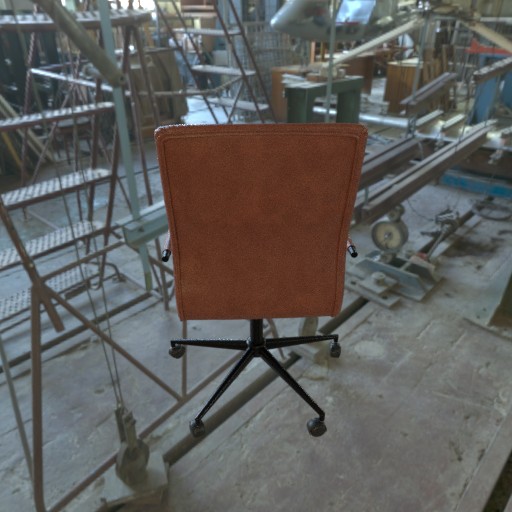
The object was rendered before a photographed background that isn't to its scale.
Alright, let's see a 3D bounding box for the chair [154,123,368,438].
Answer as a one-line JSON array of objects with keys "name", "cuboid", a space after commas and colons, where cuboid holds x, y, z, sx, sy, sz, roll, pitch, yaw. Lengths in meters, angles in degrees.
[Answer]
[{"name": "chair", "cuboid": [0.000, 0.000, 1.285, 0.600, 0.878, 0.578, -1, 29, -2]}]
